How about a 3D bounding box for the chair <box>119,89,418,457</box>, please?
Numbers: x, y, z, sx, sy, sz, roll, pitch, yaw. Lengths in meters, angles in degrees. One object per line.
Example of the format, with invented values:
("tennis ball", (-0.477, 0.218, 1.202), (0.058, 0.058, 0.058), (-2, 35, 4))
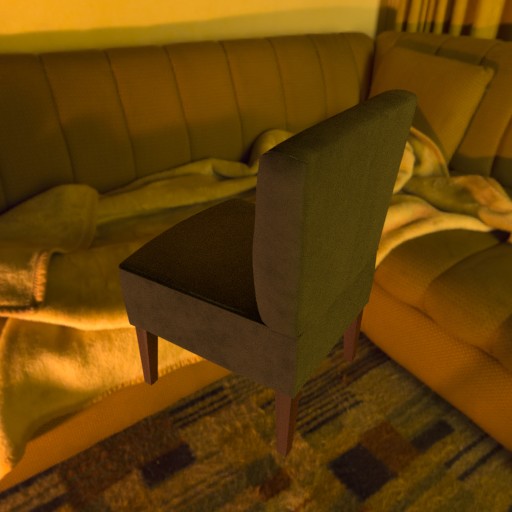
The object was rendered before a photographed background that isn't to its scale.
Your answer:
("chair", (0.000, 0.000, 1.141), (0.554, 0.806, 0.521), (20, 37, 29))
